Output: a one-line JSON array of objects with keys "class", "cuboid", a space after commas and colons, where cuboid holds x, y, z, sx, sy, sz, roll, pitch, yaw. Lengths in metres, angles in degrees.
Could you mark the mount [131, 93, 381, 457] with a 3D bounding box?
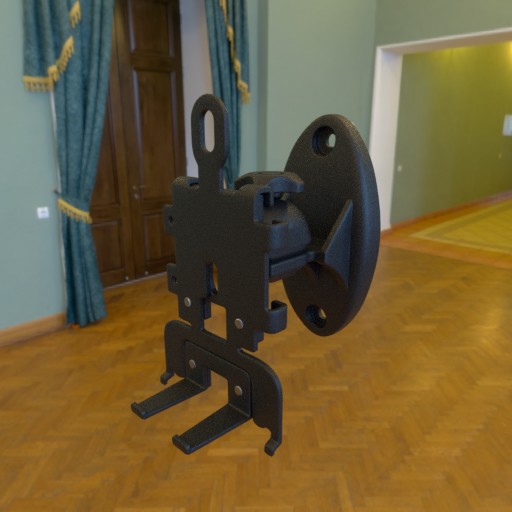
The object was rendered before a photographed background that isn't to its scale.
[{"class": "mount", "cuboid": [0.000, 0.000, 0.174, 0.066, 0.118, 0.100, 15, 22, 42]}]
